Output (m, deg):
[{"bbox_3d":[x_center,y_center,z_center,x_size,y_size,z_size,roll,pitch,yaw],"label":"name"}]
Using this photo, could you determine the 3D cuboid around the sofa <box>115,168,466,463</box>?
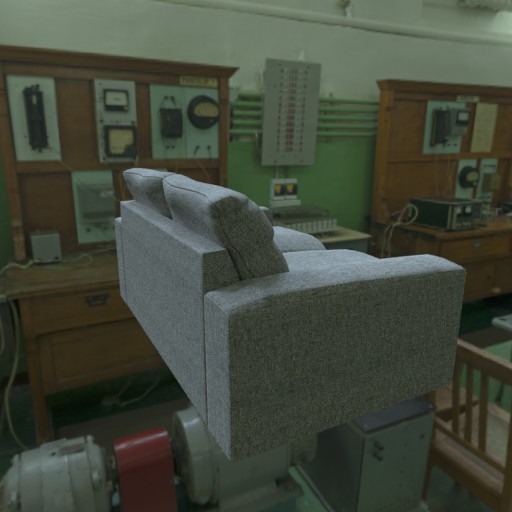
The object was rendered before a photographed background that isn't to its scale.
[{"bbox_3d":[0.000,0.000,2.298,1.094,0.877,1.758,-8,17,-27],"label":"sofa"}]
